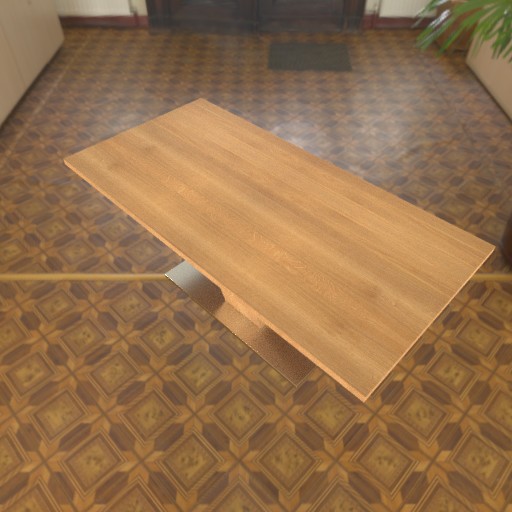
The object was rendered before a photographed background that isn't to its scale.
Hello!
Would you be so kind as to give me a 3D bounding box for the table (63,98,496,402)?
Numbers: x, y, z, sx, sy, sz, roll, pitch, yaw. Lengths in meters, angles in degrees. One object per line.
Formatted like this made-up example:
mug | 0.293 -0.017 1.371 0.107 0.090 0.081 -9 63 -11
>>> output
table | 0.000 0.000 2.255 1.800 0.750 0.900 35 55 29
